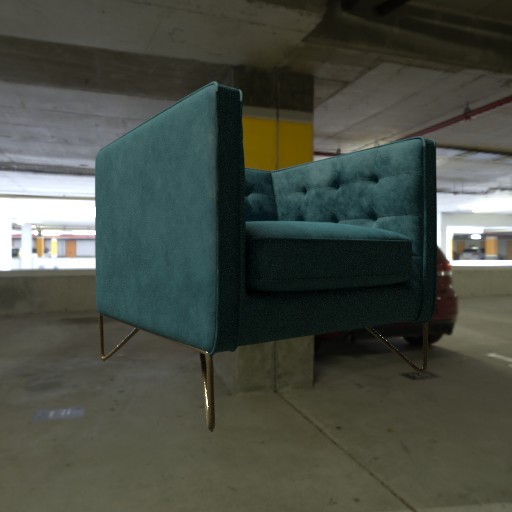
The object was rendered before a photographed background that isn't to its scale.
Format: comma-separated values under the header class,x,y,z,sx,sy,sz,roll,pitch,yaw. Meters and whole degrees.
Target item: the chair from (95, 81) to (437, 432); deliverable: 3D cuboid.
class,x,y,z,sx,sy,sz,roll,pitch,yaw
chair,0.000,0.000,1.557,0.880,0.790,0.894,0,0,-36
